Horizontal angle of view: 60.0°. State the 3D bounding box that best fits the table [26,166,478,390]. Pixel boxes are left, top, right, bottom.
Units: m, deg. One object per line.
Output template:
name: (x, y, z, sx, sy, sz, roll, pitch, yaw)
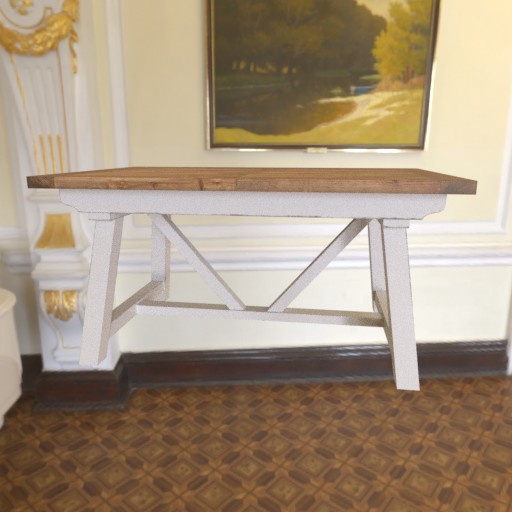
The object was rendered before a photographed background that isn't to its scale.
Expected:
table: (0.000, 0.000, 1.987, 1.503, 0.743, 0.922, 2, 14, 8)
